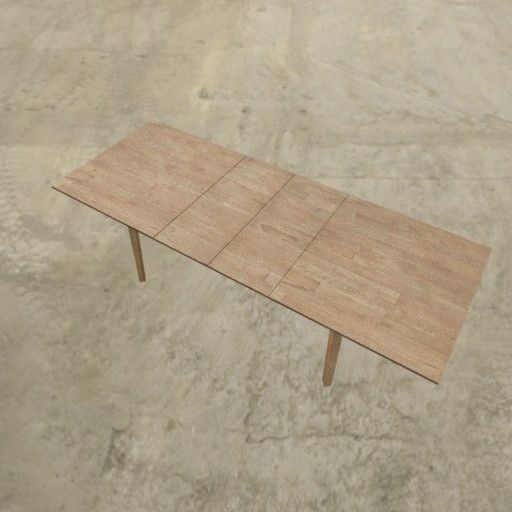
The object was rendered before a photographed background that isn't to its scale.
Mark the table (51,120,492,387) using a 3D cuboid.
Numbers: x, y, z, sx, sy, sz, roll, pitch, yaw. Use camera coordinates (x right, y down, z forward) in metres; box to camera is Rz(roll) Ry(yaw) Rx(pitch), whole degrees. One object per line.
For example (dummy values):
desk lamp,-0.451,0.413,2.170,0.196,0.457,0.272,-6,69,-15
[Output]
table,0.000,0.000,3.029,2.603,0.752,1.000,25,52,22
